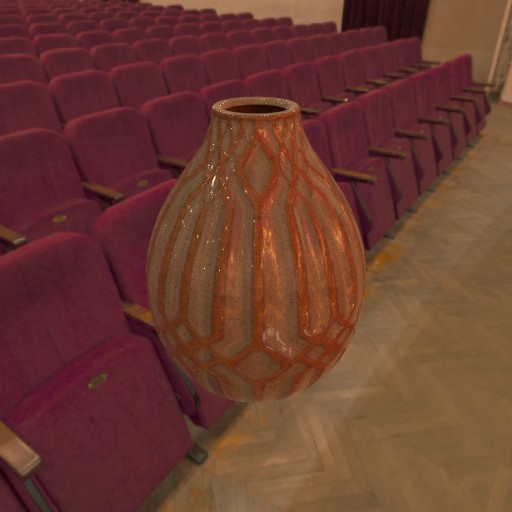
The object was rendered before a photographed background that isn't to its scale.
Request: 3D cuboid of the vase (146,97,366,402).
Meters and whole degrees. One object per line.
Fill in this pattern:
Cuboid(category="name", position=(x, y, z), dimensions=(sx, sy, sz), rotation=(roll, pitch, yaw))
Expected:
Cuboid(category="vase", position=(0.000, 0.000, 0.265), dimensions=(0.131, 0.175, 0.131), rotation=(0, 31, 0))
